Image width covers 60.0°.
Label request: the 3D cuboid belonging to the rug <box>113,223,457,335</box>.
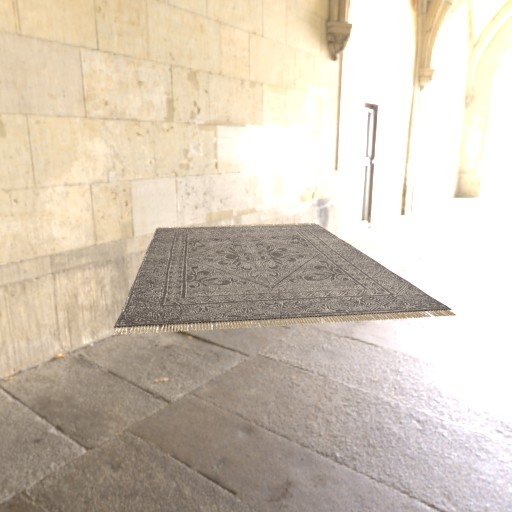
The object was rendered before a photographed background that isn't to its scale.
[{"bbox_3d":[0.000,0.000,3.061,1.529,0.010,2.440,-2,14,-8],"label":"rug"}]
